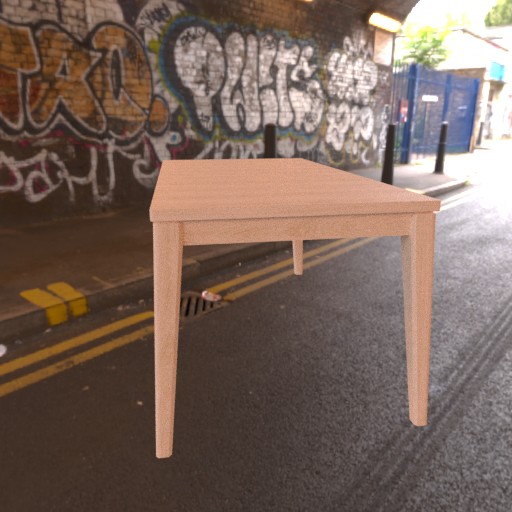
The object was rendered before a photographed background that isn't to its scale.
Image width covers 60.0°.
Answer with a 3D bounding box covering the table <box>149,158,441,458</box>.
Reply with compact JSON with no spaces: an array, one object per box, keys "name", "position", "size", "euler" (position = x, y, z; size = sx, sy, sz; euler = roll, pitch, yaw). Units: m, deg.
[{"name":"table","position":[0.000,0.000,2.065],"size":[0.900,0.760,1.600],"euler":[-3,17,-10]}]
